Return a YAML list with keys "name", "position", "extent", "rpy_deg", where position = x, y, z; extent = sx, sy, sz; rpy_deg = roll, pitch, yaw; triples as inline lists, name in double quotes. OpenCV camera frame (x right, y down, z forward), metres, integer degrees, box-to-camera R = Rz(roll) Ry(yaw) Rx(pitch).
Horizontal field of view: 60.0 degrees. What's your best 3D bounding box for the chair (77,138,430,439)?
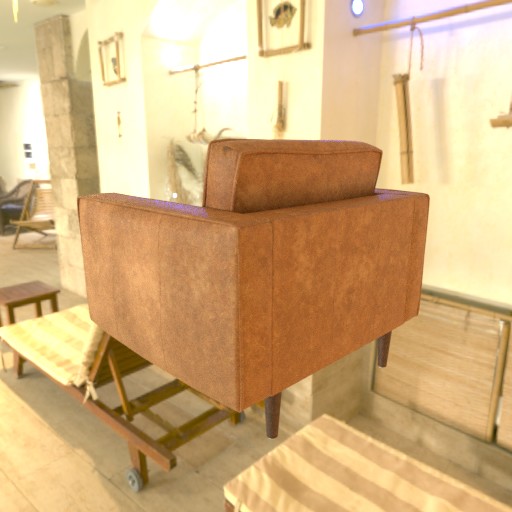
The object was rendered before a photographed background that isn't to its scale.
- name: "chair"
  position: [0.000, 0.000, 1.512]
  extent: [0.928, 0.767, 0.798]
  rpy_deg: [-13, 19, -42]
